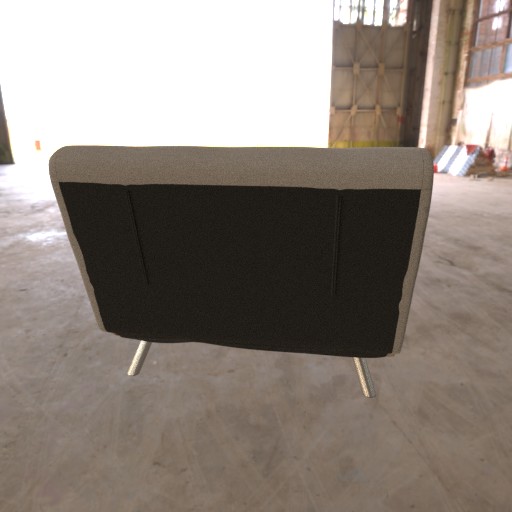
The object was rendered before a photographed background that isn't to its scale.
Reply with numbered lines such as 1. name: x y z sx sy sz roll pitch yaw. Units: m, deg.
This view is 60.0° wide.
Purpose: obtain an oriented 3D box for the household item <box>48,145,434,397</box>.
1. household item: 0.000 0.000 1.597 1.000 0.800 0.874 3 17 9
